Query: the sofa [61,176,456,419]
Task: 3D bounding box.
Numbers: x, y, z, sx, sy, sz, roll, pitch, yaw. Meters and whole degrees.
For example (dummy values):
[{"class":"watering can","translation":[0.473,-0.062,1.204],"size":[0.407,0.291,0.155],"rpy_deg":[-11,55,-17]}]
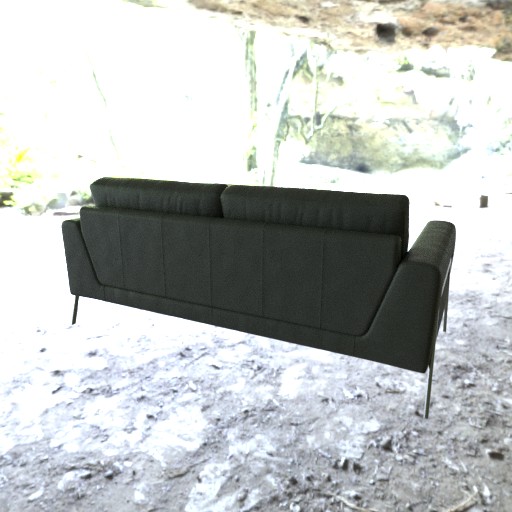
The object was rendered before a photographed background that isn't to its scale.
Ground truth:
[{"class":"sofa","translation":[0.000,0.000,2.502],"size":[2.017,0.875,0.953],"rpy_deg":[8,17,26]}]
